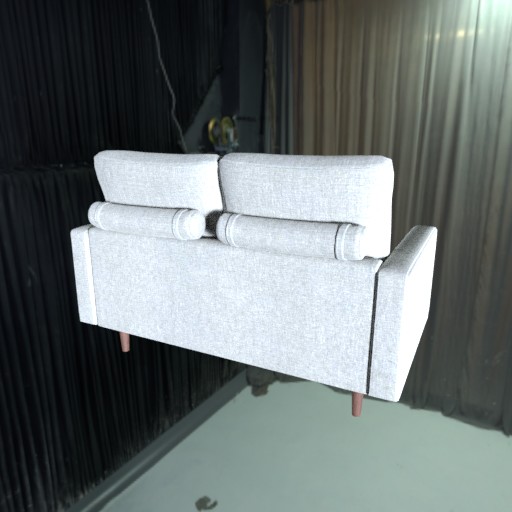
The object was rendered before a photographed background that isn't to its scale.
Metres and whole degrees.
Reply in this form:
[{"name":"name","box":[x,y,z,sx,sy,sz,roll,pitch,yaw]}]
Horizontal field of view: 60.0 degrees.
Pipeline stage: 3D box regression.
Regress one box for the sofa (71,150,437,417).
[{"name":"sofa","box":[0.000,0.000,1.953,1.407,0.907,0.842,8,17,26]}]
